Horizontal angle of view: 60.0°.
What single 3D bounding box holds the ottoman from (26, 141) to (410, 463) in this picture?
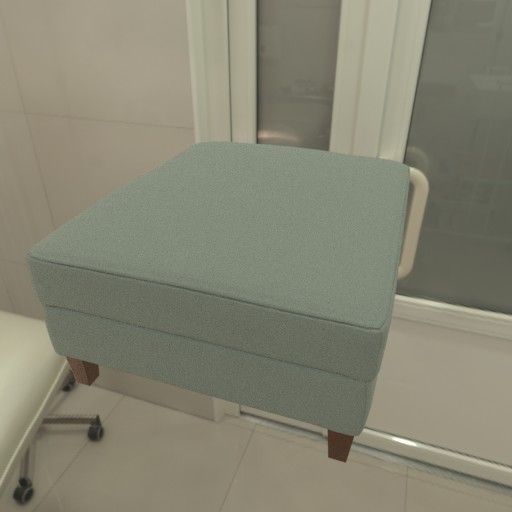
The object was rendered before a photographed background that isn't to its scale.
[{"bbox_3d":[0.000,0.000,1.396,0.842,0.494,0.991,10,32,16],"label":"ottoman"}]
